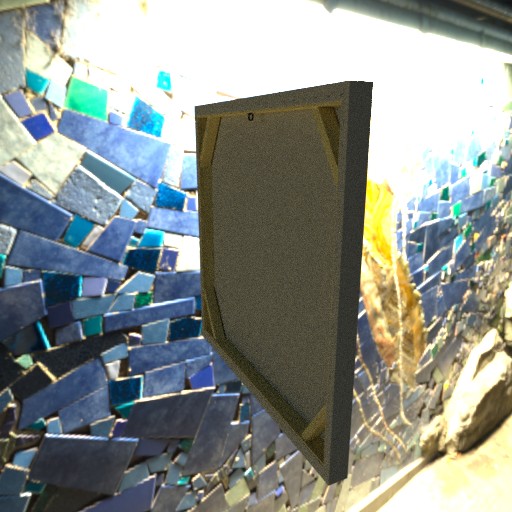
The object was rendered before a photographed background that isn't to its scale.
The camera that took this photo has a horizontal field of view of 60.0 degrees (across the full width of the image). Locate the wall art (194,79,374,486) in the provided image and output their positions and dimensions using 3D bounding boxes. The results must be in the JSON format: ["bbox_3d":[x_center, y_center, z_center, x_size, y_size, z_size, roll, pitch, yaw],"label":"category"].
[{"bbox_3d":[0.000,0.000,0.902,0.038,0.610,0.610,-7,17,-25],"label":"wall art"}]
